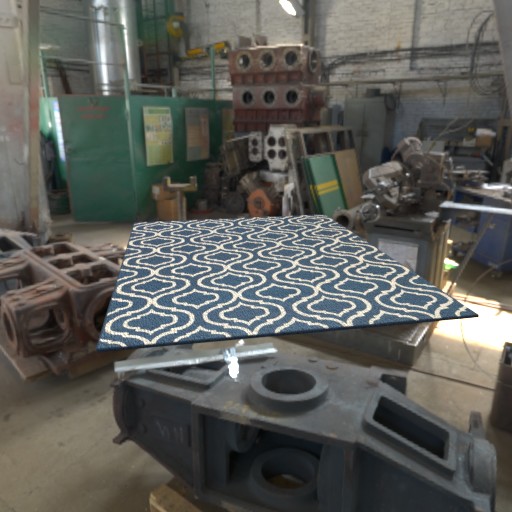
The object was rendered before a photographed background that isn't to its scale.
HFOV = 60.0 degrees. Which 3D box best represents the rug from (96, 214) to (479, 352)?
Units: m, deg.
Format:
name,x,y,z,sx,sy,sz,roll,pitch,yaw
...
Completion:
name,x,y,z,sx,sy,sz,roll,pitch,yaw
rug,0.000,0.000,3.884,2.270,0.020,2.881,-3,18,-10
